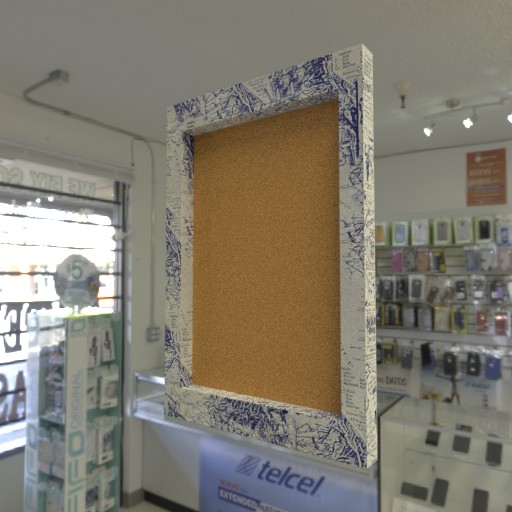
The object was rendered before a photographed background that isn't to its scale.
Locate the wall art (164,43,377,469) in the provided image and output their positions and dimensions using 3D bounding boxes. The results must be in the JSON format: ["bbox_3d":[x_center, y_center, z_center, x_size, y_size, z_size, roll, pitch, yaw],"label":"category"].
[{"bbox_3d":[0.000,0.000,0.760,0.408,0.601,0.040,-2,-3,36],"label":"wall art"}]
